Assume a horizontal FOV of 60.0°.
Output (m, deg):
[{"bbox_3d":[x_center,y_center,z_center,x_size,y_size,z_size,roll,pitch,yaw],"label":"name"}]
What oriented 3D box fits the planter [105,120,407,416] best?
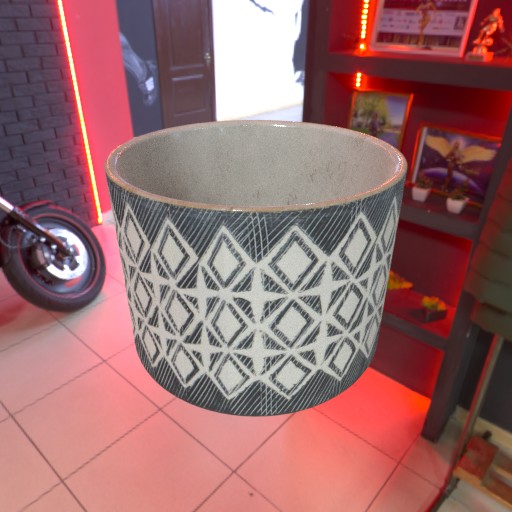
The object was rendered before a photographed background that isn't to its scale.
[{"bbox_3d":[0.000,0.000,0.218,0.126,0.104,0.126,0,29,0],"label":"planter"}]
